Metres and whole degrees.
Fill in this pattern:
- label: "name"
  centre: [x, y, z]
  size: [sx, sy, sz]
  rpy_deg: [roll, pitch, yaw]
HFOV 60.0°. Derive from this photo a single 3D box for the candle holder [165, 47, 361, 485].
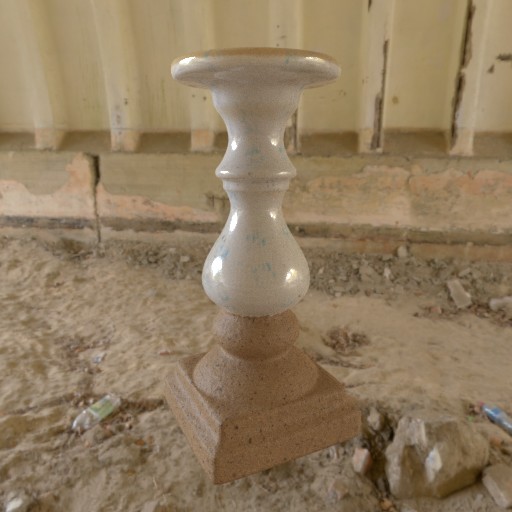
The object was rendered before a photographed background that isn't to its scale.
- label: "candle holder"
  centre: [0.000, 0.000, 0.297]
  size: [0.110, 0.239, 0.110]
  rpy_deg: [-7, 15, -26]
